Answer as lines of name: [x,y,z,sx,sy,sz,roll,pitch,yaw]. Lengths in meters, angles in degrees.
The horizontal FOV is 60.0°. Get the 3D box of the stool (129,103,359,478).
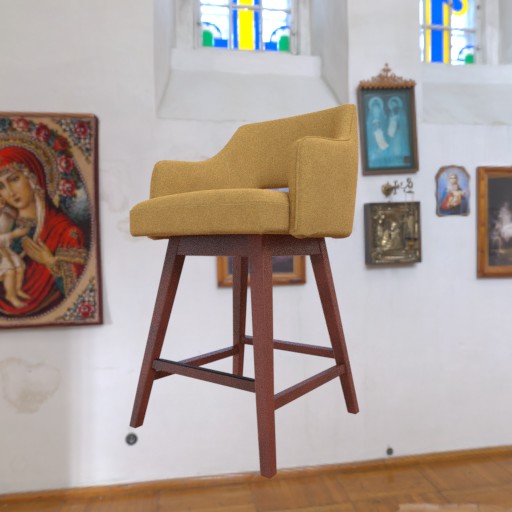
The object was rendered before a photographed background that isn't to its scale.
stool: [0.000,0.000,1.274,0.548,0.924,0.558,1,2,36]
